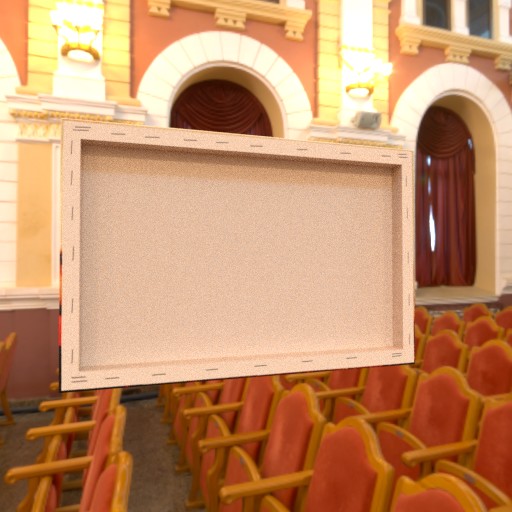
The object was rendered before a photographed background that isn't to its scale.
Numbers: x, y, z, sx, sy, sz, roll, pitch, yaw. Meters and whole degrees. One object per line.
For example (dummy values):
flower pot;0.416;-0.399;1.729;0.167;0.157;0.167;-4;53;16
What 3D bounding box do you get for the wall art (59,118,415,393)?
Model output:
wall art;0.000;0.000;0.757;0.613;0.402;0.040;0;-1;-18
